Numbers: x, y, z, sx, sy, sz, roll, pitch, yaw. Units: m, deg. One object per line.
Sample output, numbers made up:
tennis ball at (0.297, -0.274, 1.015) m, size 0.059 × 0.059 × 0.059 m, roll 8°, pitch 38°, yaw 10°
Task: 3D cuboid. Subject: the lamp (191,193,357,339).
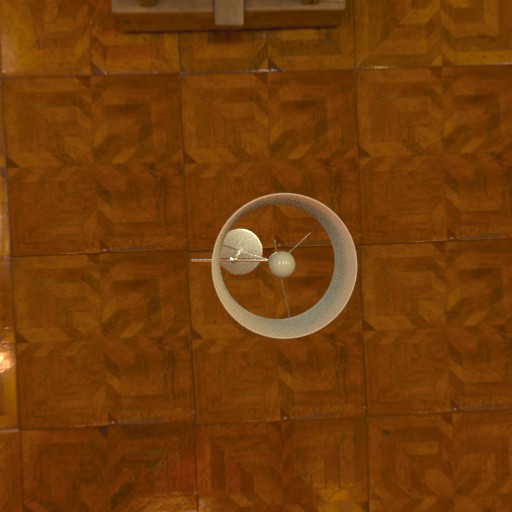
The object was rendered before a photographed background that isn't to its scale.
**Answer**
lamp at (0.000, 0.000, 1.777) m, size 0.416 × 1.600 × 0.324 m, roll 0°, pitch 92°, yaw -1°
